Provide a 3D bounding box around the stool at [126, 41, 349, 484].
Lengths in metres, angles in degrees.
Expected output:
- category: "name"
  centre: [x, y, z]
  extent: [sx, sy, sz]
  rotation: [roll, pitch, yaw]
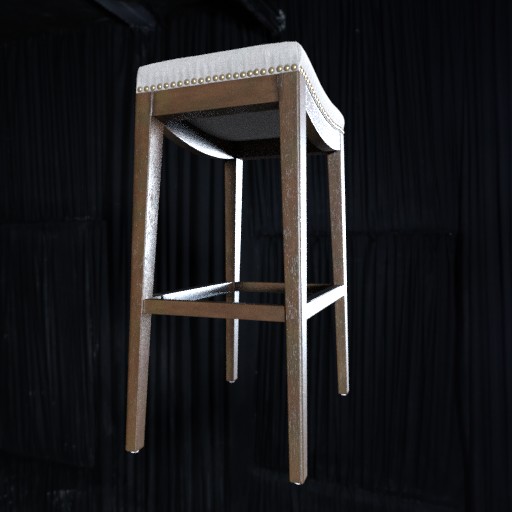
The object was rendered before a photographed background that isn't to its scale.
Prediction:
- category: "stool"
  centre: [0.000, 0.000, 1.032]
  extent: [0.356, 0.762, 0.508]
  rotation: [0, 1, 20]
